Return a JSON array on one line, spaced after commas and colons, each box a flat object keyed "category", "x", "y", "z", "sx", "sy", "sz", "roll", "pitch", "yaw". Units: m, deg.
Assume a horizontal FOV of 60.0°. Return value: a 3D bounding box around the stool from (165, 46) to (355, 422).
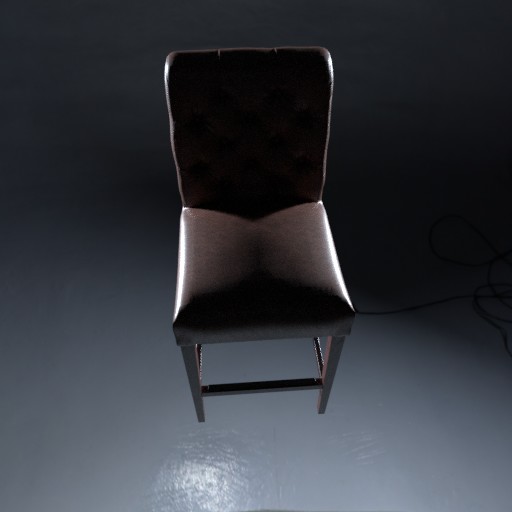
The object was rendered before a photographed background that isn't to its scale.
[{"category": "stool", "x": 0.000, "y": 0.000, "z": 1.441, "sx": 0.486, "sy": 1.084, "sz": 0.660, "roll": -3, "pitch": 48, "yaw": -3}]
